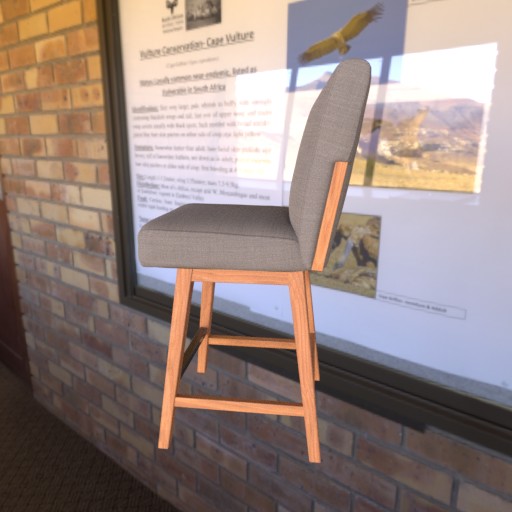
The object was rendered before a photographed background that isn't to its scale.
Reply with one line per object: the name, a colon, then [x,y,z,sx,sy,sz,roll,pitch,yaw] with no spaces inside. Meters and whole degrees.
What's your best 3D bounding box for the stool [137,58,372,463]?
stool: [0.000,0.000,1.308,0.570,1.019,0.459,2,15,7]
